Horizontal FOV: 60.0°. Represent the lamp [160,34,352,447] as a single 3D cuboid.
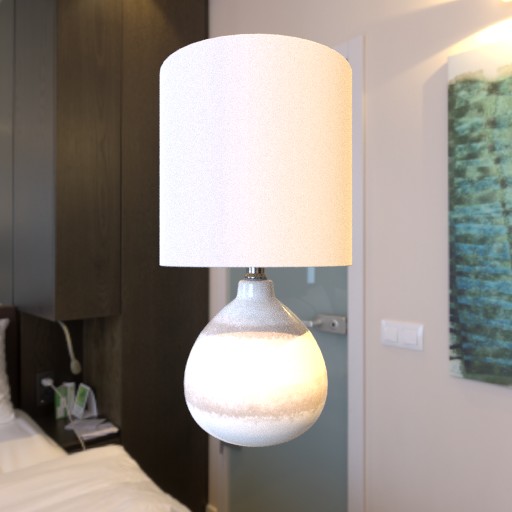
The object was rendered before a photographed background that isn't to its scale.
[{"bbox_3d":[0.000,0.000,0.511,0.217,0.404,0.217,0,0,17],"label":"lamp"}]
